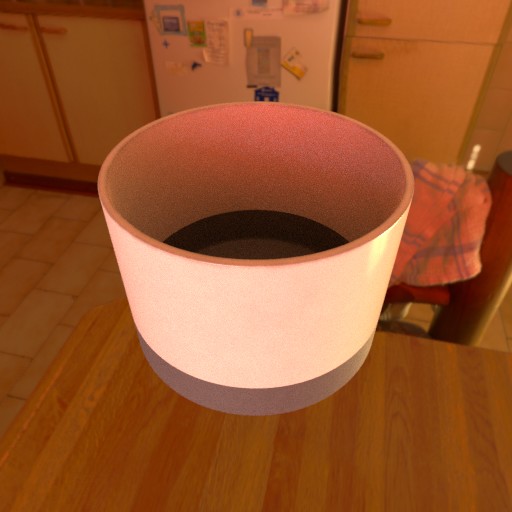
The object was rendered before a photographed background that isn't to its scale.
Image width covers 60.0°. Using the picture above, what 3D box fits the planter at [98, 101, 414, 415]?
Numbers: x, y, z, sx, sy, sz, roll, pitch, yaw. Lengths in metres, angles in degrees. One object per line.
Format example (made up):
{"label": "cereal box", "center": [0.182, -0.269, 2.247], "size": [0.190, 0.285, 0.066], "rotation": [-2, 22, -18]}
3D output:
{"label": "planter", "center": [0.000, 0.000, 0.220], "size": [0.128, 0.105, 0.128], "rotation": [0, 41, 0]}
